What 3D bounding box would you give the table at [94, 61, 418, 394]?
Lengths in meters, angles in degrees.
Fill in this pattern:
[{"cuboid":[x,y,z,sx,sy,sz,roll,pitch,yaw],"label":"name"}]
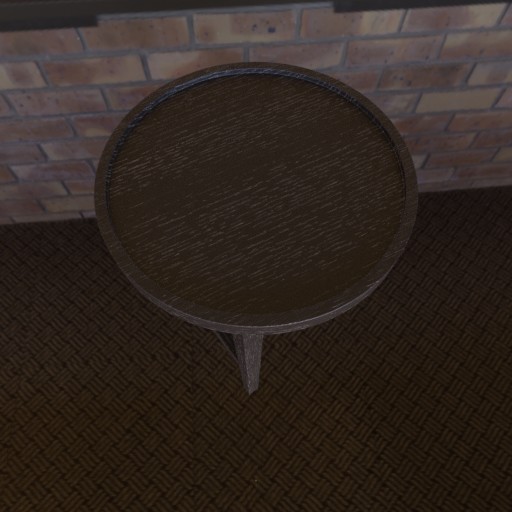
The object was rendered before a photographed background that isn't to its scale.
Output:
[{"cuboid":[0.000,0.000,0.757,0.399,0.460,0.399,0,63,0],"label":"table"}]
